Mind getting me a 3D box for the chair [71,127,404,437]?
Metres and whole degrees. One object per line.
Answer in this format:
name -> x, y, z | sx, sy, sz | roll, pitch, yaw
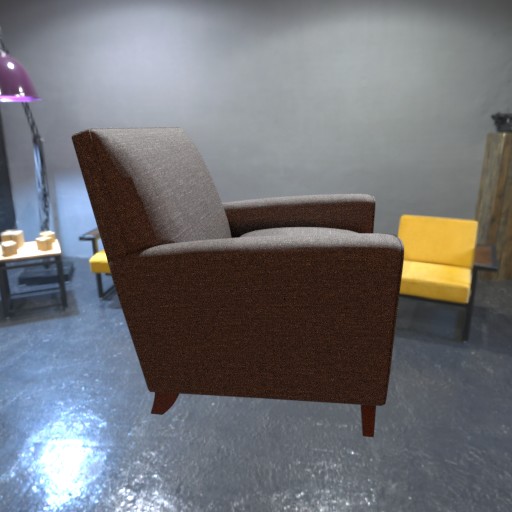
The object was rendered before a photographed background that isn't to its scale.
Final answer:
chair -> 0.000, 0.000, 1.588 | 0.875, 0.885, 0.838 | 3, 17, 9
